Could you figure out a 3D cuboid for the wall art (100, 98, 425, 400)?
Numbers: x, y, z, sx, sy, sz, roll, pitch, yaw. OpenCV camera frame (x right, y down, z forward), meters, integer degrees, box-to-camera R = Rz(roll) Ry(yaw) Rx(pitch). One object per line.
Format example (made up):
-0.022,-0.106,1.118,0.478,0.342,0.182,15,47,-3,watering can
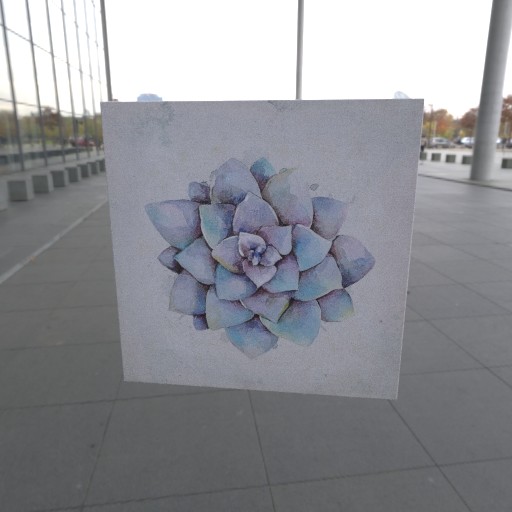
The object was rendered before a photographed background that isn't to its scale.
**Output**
0.000,0.000,1.147,0.762,0.762,0.038,2,15,7,wall art
